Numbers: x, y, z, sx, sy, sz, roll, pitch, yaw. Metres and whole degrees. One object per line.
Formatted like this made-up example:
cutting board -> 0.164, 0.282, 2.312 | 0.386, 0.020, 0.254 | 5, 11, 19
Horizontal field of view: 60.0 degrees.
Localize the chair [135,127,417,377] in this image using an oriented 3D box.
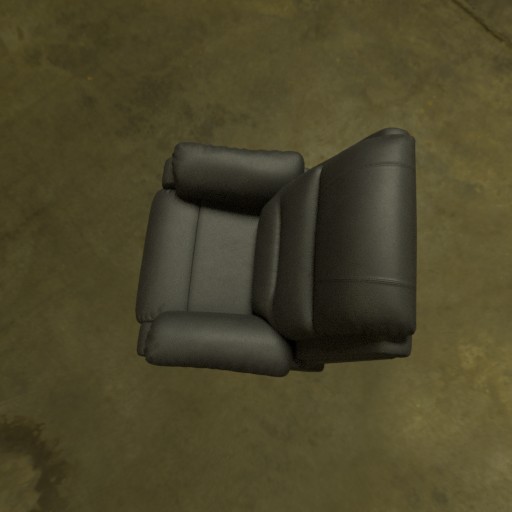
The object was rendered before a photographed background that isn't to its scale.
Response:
chair -> 0.000, 0.000, 1.652 | 0.919, 0.992, 0.855 | 5, 75, 1
